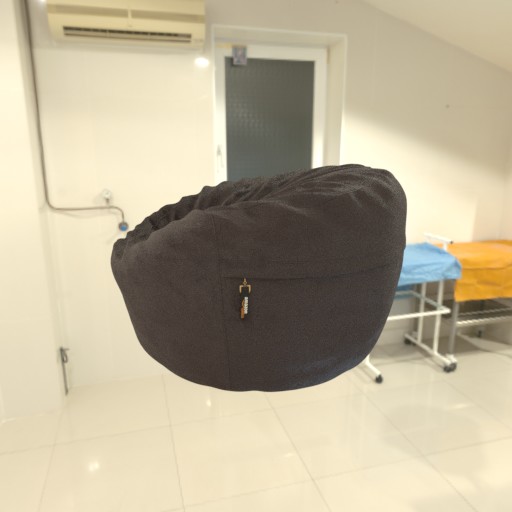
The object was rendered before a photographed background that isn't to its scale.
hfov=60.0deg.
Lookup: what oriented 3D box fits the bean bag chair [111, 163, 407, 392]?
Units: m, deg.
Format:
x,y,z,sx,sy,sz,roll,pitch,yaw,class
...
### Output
x,y,z,sx,sy,sz,roll,pitch,yaw,class
0.000,0.000,2.030,1.245,0.821,1.245,0,14,0,bean bag chair
